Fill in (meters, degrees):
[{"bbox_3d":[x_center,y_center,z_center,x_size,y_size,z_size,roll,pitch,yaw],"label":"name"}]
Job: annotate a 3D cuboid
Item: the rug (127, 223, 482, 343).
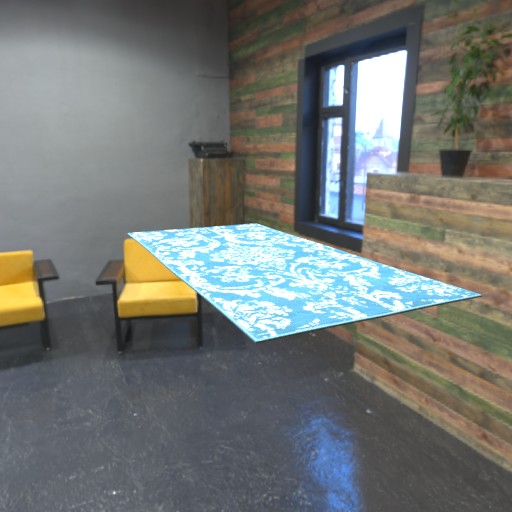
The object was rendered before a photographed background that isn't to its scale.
[{"bbox_3d":[0.000,0.000,1.458,0.604,0.007,1.219,-6,15,-26],"label":"rug"}]
